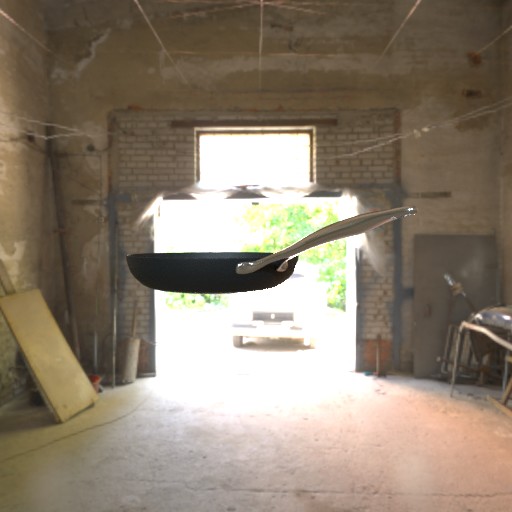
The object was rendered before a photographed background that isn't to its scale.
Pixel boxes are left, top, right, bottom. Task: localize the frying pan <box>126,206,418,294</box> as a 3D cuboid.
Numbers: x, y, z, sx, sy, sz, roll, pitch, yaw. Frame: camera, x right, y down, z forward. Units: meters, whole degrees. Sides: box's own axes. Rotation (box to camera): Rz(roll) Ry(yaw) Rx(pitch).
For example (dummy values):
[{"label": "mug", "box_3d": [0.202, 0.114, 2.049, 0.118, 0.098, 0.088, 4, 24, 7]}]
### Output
[{"label": "frying pan", "box_3d": [0.000, 0.000, 0.581, 0.255, 0.105, 0.472, -2, 3, -36]}]
